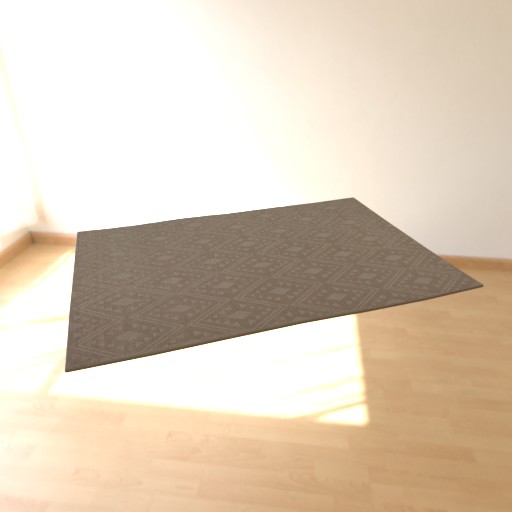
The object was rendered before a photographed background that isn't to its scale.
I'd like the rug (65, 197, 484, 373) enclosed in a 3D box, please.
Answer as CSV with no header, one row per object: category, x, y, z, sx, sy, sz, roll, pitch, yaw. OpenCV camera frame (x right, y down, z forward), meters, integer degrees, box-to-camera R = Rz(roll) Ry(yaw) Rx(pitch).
rug,0.000,0.000,2.346,1.829,0.034,1.252,-8,29,-16
